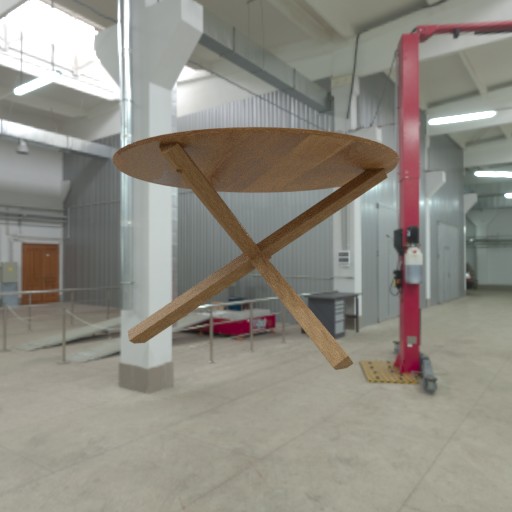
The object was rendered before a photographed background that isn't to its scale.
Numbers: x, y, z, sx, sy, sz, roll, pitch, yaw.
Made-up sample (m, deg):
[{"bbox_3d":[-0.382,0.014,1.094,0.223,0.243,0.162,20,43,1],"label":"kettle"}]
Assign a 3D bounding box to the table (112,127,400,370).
[{"bbox_3d":[0.000,0.000,1.680,1.038,0.666,1.038,0,-1,0],"label":"table"}]
